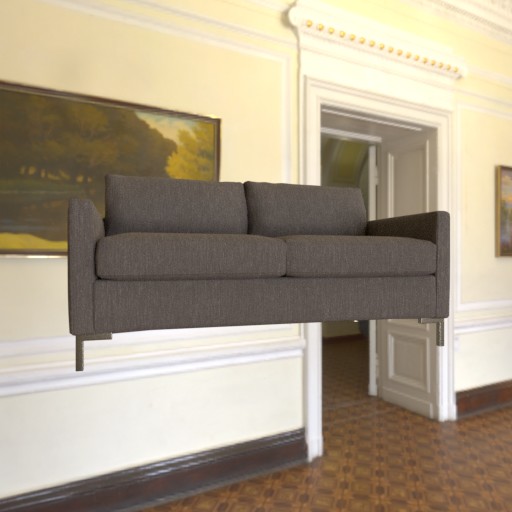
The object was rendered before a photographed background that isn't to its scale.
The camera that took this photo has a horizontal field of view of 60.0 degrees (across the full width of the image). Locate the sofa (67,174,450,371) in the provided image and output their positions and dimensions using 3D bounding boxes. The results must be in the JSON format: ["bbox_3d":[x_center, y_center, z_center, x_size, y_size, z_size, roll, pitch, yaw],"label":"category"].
[{"bbox_3d":[0.000,0.000,2.217,1.682,0.840,0.875,0,0,-17],"label":"sofa"}]
